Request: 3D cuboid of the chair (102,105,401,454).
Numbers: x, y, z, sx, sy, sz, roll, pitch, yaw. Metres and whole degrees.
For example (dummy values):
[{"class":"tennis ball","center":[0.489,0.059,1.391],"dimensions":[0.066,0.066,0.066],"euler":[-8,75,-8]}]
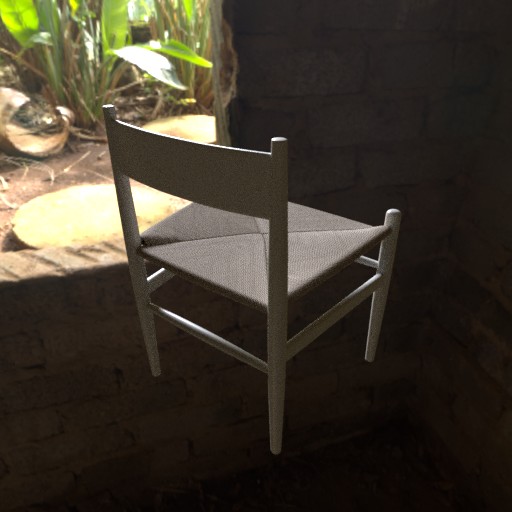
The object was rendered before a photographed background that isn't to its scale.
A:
[{"class":"chair","center":[0.000,0.000,1.136],"dimensions":[0.556,0.762,0.495],"euler":[20,35,32]}]
